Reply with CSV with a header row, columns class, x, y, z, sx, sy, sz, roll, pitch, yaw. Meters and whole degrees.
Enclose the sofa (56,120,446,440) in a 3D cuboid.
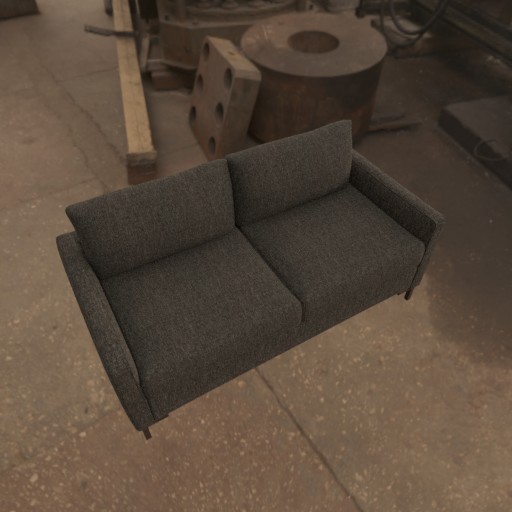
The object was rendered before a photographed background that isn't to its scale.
class,x,y,z,sx,sy,sz,roll,pitch,yaw
sofa,0.000,0.000,2.249,1.716,0.862,0.866,-23,50,-21
